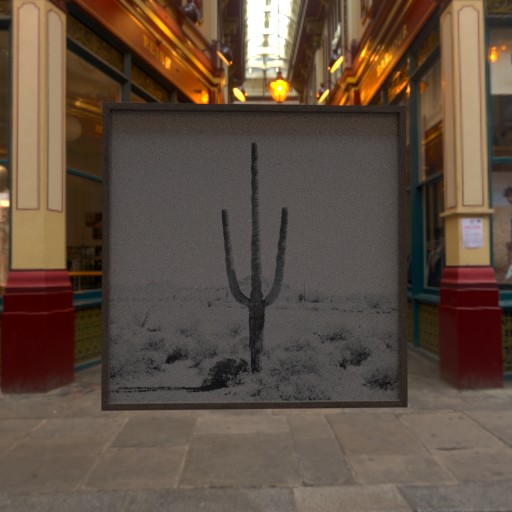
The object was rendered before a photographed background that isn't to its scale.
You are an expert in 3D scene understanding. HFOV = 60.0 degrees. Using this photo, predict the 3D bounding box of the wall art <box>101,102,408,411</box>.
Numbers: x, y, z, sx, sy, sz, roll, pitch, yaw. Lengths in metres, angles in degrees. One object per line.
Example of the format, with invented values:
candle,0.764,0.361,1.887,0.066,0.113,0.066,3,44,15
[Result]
wall art,0.000,0.000,1.126,0.762,0.762,0.038,0,-1,-2
